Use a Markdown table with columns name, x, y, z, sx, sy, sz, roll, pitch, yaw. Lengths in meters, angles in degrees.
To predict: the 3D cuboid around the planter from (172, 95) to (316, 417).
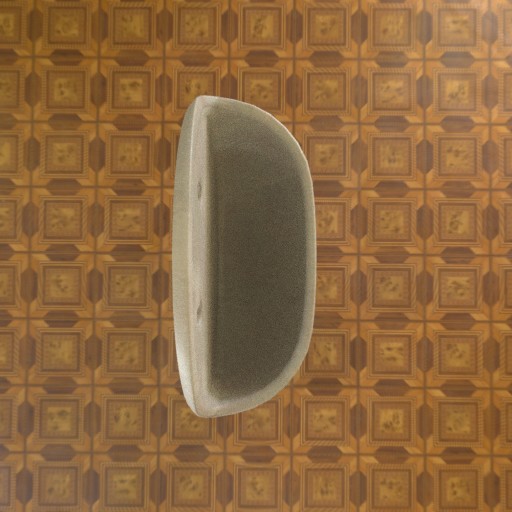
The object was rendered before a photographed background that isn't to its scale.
| name | x | y | z | sx | sy | sz | roll | pitch | yaw |
| --- | --- | --- | --- | --- | --- | --- | --- | --- | --- |
| planter | 0.000 | 0.000 | 0.272 | 0.073 | 0.164 | 0.190 | 0 | 89 | 0 |
